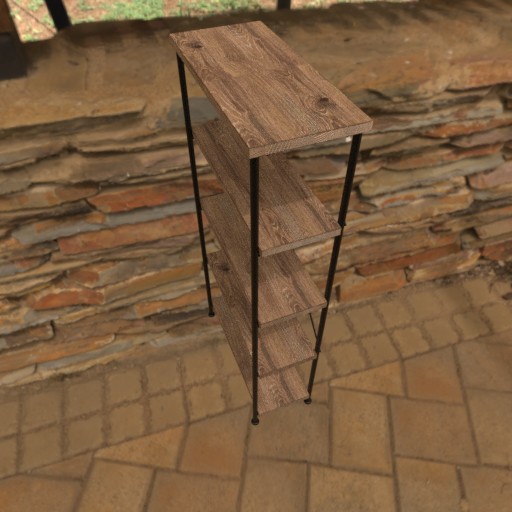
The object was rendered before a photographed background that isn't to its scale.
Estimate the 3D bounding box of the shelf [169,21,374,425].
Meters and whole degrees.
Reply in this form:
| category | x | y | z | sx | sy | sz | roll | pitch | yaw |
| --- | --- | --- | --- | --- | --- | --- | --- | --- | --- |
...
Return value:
| category | x | y | z | sx | sy | sz | roll | pitch | yaw |
| --- | --- | --- | --- | --- | --- | --- | --- | --- | --- |
| shelf | 0.000 | 0.000 | 2.016 | 0.360 | 1.700 | 0.800 | -16 | 49 | -15 |
